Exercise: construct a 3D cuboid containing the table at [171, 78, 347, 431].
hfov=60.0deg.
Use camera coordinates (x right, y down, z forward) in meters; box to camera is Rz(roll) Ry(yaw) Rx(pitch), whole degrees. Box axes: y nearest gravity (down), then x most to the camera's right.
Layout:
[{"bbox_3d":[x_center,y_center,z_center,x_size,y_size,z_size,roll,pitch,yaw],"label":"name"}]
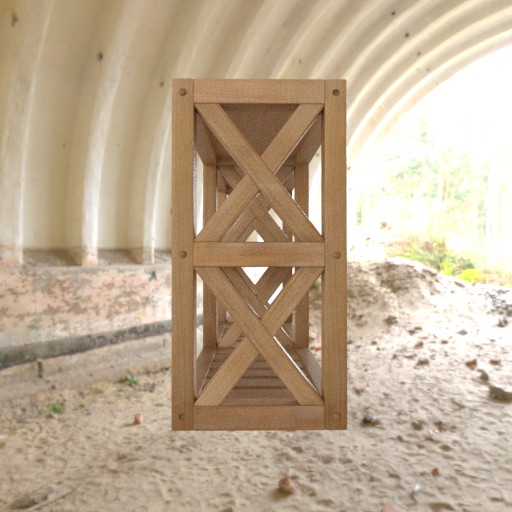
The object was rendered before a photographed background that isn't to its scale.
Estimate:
[{"bbox_3d":[0.000,0.000,1.611,0.381,0.762,1.320,0,0,-1],"label":"table"}]
